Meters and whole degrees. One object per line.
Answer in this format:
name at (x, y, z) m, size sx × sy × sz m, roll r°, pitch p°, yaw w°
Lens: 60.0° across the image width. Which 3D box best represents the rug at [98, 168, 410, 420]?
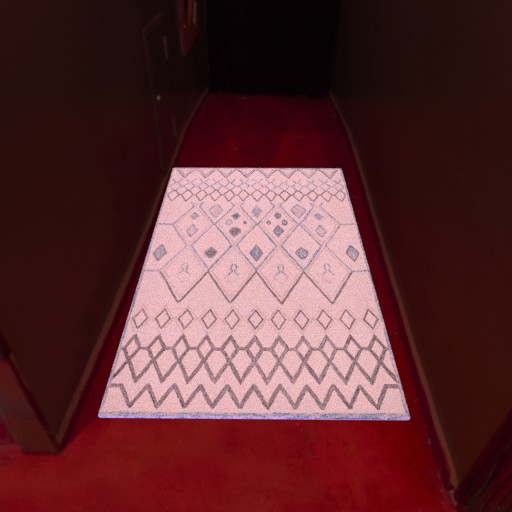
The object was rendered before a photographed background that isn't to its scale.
rug at (0.000, 0.000, 3.084) m, size 1.524 × 0.015 × 2.439 m, roll 0°, pitch 40°, yaw 0°
